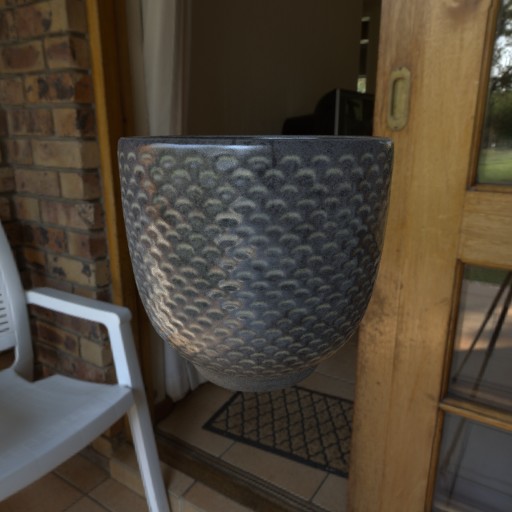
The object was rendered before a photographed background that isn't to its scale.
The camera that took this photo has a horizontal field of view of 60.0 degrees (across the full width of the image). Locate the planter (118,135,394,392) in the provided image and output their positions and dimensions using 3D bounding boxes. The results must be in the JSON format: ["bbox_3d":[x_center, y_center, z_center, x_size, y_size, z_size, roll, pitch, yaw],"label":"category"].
[{"bbox_3d":[0.000,0.000,0.307,0.172,0.160,0.172,0,16,0],"label":"planter"}]
